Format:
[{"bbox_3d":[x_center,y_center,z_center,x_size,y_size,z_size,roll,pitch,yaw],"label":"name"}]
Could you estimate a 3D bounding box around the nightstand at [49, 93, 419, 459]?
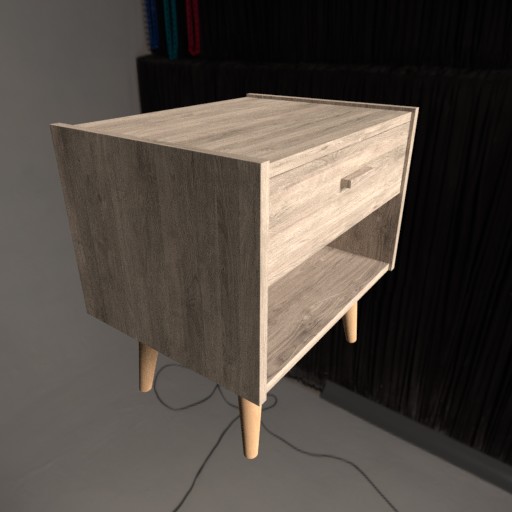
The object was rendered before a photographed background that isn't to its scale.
[{"bbox_3d":[0.000,0.000,0.816,0.380,0.500,0.480,18,31,32],"label":"nightstand"}]
